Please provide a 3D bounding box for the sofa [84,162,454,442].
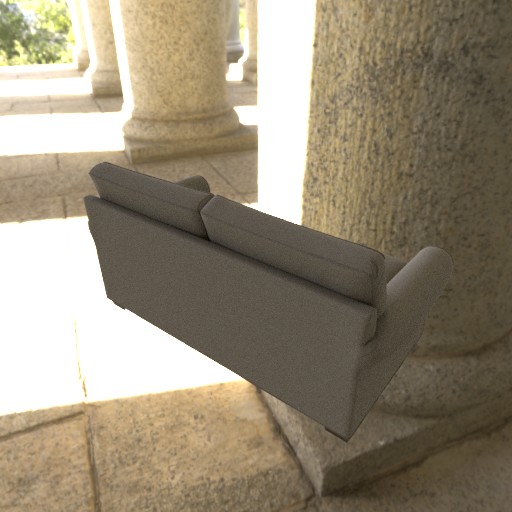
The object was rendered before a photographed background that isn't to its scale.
[{"bbox_3d":[0.000,0.000,2.487,1.930,0.952,0.940,22,37,32],"label":"sofa"}]
